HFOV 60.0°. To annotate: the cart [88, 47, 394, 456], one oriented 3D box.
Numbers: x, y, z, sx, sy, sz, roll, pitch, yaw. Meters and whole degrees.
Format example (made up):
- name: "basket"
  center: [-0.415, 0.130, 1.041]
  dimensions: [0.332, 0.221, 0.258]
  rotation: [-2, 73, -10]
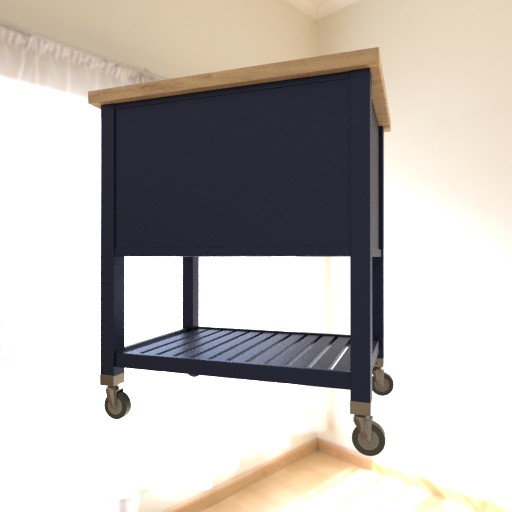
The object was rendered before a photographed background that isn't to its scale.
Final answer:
- name: "cart"
  center: [0.000, 0.000, 1.372]
  dimensions: [0.797, 0.920, 0.567]
  rotation: [0, 0, 19]
